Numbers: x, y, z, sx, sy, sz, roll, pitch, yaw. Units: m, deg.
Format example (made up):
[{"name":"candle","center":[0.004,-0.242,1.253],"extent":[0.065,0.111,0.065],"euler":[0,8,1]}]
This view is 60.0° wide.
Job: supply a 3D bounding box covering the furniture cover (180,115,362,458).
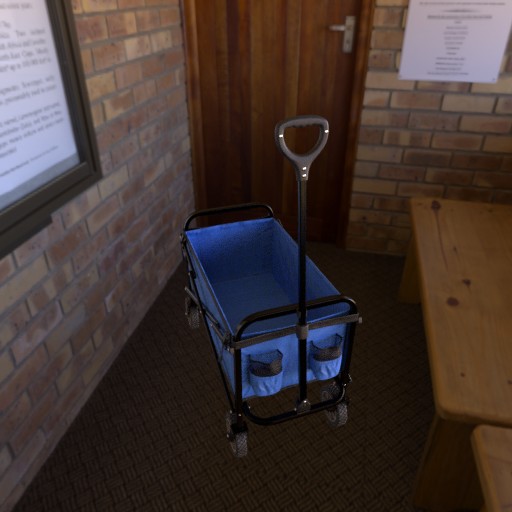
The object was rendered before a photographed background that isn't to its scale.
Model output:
[{"name":"furniture cover","center":[0.000,0.000,1.812],"extent":[0.532,1.295,1.038],"euler":[-10,33,-16]}]
